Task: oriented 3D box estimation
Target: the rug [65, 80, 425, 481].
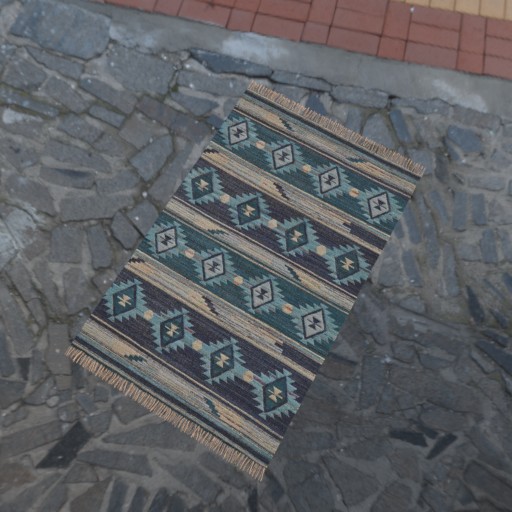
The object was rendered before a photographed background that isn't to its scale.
[{"bbox_3d":[0.000,0.000,2.433,1.181,0.028,1.936,30,76,8],"label":"rug"}]
